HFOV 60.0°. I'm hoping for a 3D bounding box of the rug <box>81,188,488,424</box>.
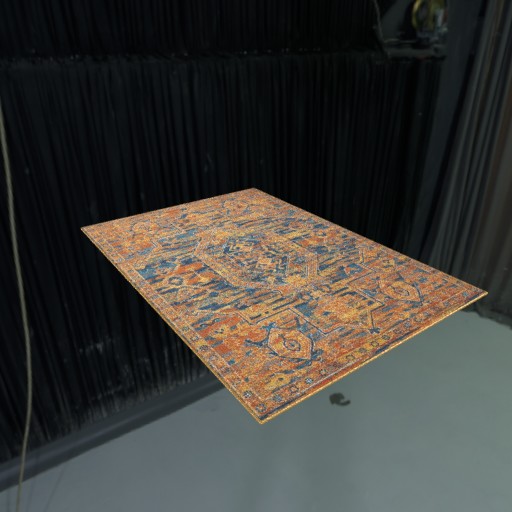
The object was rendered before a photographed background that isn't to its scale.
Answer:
[{"bbox_3d":[0.000,0.000,3.724,2.043,0.019,2.916,-18,32,-31],"label":"rug"}]
